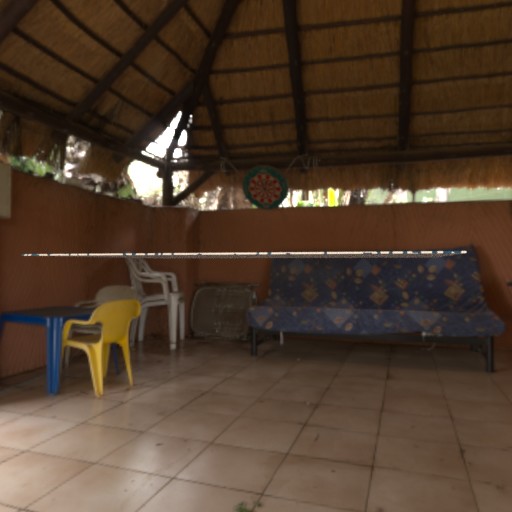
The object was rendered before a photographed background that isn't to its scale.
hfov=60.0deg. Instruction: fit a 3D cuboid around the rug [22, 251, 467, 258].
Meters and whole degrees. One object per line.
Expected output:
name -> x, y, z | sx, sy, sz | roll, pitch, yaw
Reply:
rug -> 0.000, 0.000, 2.301 | 1.828, 0.007, 1.220 | 0, -1, 18
